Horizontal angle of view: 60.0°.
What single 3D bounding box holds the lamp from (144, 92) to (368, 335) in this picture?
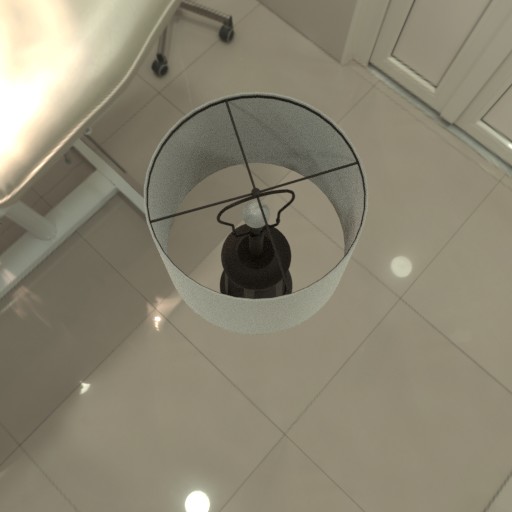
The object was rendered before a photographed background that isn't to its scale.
[{"bbox_3d":[0.000,0.000,0.680,0.251,0.509,0.251,0,75,0],"label":"lamp"}]
